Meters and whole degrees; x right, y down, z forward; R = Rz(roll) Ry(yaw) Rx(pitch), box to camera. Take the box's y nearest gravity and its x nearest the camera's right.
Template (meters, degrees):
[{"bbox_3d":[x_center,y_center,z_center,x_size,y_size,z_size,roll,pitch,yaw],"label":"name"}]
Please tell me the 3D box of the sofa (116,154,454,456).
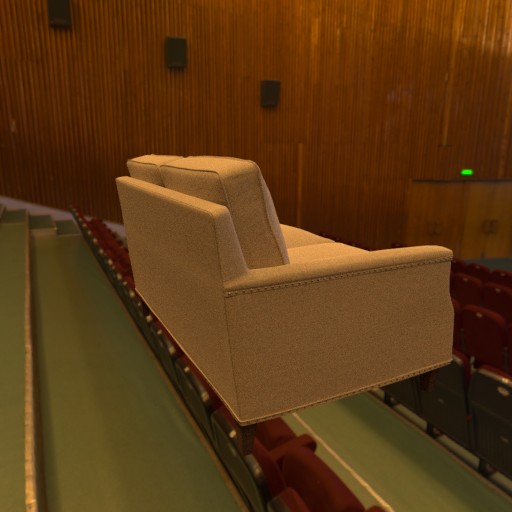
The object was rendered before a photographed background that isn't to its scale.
[{"bbox_3d":[0.000,0.000,2.233,1.084,1.003,1.597,-7,16,-26],"label":"sofa"}]
